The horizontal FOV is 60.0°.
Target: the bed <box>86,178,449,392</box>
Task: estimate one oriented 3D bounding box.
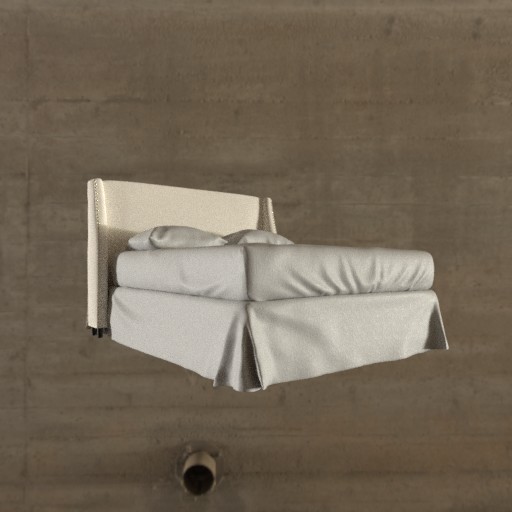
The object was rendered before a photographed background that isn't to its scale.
[{"bbox_3d":[0.000,0.000,3.427,1.925,1.332,2.276,1,-1,-37],"label":"bed"}]
